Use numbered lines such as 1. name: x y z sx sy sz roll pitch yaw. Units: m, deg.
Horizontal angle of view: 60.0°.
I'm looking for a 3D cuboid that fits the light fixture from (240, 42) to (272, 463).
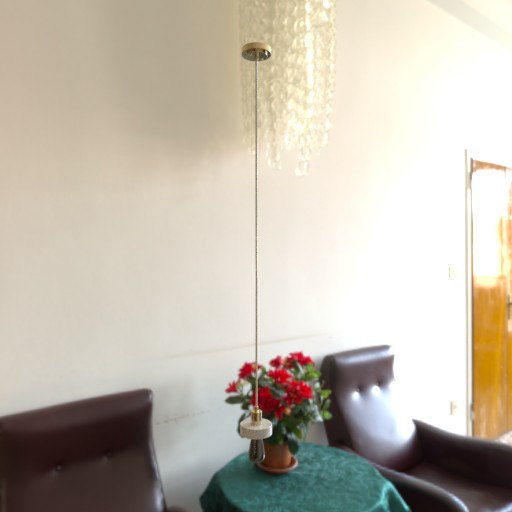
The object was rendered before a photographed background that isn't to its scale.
1. light fixture: 0.000 0.000 1.787 0.129 1.669 0.129 0 0 17
